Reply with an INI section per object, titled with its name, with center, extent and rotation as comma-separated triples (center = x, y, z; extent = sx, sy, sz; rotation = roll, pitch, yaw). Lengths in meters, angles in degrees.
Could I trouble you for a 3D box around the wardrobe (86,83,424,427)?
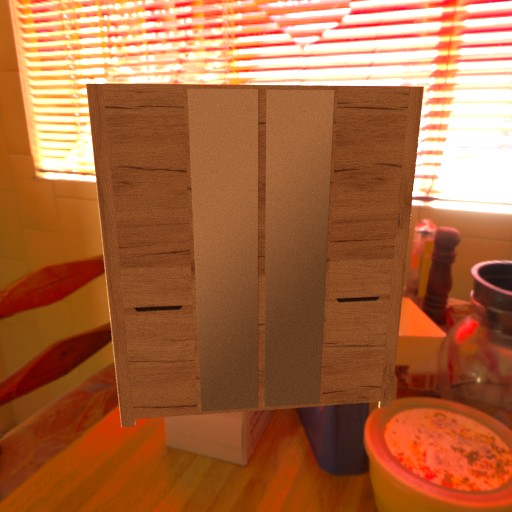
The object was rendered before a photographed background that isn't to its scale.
[wardrobe]
center = 0.000, 0.000, 2.920
extent = 1.810, 2.070, 0.580
rotation = -2, 17, -6
